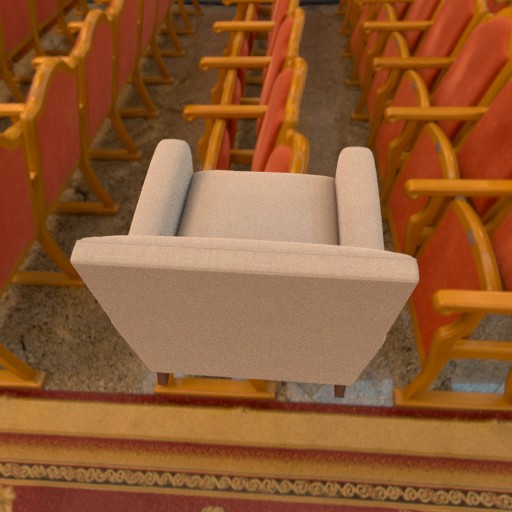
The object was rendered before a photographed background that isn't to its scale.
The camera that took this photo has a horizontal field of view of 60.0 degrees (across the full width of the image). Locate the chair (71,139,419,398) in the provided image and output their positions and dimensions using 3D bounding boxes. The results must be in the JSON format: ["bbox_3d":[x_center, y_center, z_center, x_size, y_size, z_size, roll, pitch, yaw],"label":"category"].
[{"bbox_3d":[0.000,0.000,1.553,0.840,0.846,0.871,3,46,3],"label":"chair"}]
